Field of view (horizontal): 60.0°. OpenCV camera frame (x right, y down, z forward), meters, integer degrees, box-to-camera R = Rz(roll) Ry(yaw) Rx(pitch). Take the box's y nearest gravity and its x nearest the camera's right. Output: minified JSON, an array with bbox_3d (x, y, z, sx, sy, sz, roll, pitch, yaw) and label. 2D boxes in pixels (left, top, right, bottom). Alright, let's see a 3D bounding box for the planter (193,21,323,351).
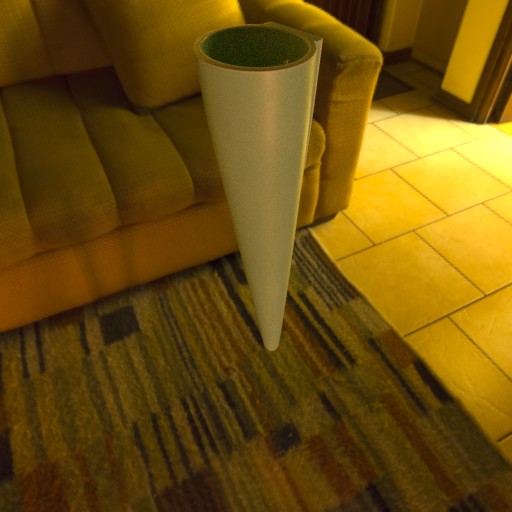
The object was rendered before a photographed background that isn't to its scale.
[{"bbox_3d":[0.000,0.000,0.290,0.054,0.268,0.055,34,55,28],"label":"planter"}]
